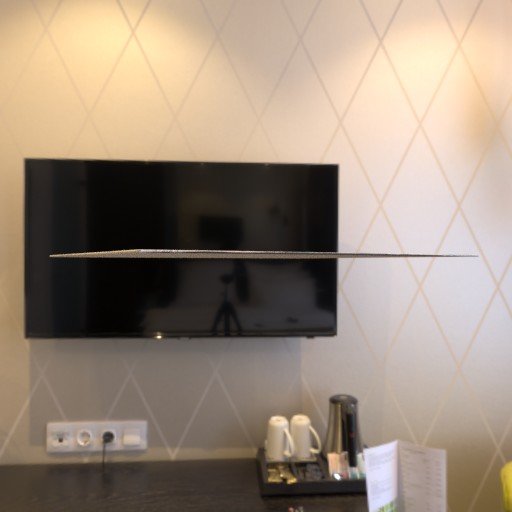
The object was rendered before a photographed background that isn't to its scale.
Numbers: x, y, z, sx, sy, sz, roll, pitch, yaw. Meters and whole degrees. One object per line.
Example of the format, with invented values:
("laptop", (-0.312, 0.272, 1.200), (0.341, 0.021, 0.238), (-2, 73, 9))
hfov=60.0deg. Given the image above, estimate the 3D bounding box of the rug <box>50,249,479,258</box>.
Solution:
("rug", (0.000, 0.000, 4.026), (3.049, 0.015, 2.457), (0, -1, -34))
